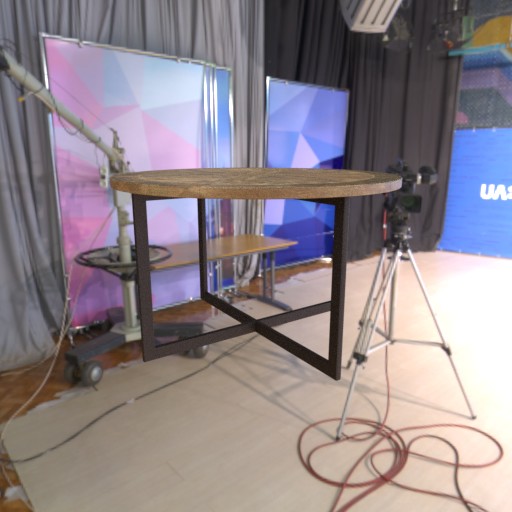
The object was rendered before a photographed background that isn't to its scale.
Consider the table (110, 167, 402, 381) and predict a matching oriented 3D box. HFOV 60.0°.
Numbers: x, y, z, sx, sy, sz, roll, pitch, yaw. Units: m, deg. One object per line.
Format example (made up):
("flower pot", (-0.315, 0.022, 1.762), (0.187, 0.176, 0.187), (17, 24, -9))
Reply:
("table", (0.000, 0.000, 2.102), (1.264, 0.762, 1.264), (0, 14, 0))
